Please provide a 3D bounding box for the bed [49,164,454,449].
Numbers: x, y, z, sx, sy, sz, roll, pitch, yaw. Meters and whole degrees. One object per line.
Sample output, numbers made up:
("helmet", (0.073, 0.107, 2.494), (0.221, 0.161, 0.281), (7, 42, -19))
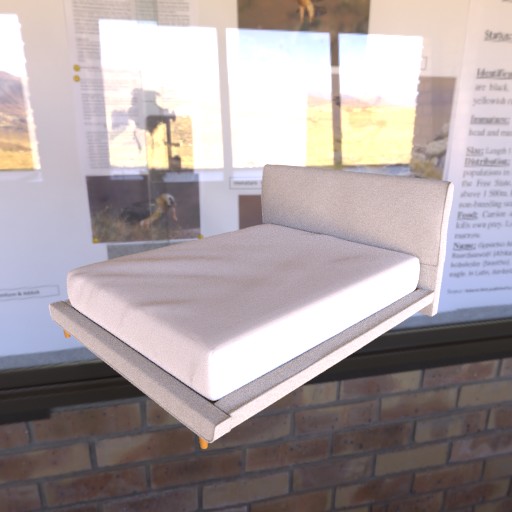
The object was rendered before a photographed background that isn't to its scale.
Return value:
("bed", (0.000, 0.000, 3.437), (2.498, 1.126, 1.980), (-16, 24, -42))
